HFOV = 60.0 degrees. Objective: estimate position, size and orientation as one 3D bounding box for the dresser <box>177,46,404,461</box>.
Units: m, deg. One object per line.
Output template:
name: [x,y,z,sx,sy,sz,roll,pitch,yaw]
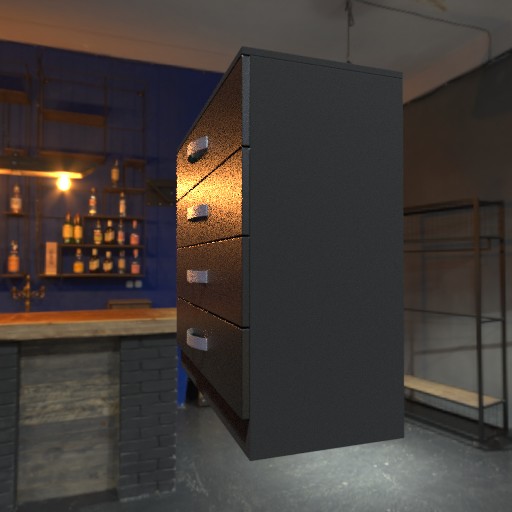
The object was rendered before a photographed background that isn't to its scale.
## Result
dresser: [0.000,0.000,1.169,0.360,0.720,0.750,0,-1,-19]
